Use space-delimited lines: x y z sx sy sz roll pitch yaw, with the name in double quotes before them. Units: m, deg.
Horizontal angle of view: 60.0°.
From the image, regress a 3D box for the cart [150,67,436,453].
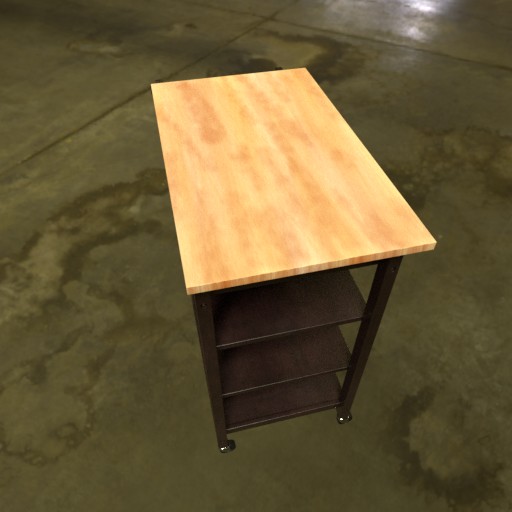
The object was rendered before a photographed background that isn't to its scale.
"cart" 0.000 0.000 1.412 0.472 0.878 0.914 -10 47 -9
